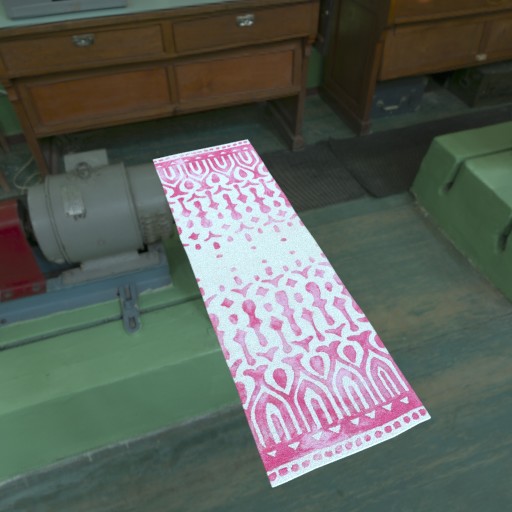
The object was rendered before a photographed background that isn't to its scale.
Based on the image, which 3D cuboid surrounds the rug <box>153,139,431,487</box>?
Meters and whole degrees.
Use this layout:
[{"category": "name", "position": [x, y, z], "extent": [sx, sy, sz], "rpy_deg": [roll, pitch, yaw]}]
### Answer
[{"category": "rug", "position": [0.000, 0.000, 2.671], "extent": [0.787, 0.011, 2.458], "rpy_deg": [-15, 48, -14]}]
